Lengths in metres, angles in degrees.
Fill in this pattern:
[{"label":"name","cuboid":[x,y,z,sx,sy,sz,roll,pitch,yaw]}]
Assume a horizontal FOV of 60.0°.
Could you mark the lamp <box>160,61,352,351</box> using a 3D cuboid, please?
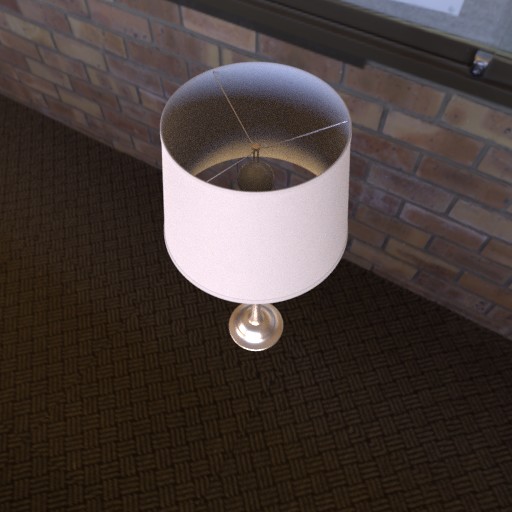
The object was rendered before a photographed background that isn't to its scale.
[{"label":"lamp","cuboid":[0.000,0.000,0.901,0.331,0.698,0.331,0,58,0]}]
